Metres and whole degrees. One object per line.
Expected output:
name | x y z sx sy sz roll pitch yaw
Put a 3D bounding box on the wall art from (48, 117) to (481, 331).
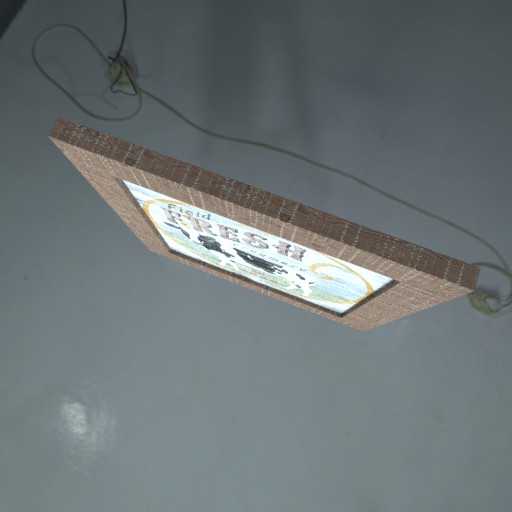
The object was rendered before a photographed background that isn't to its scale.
wall art | 0.000 0.000 0.775 0.531 0.531 0.029 20 76 5
